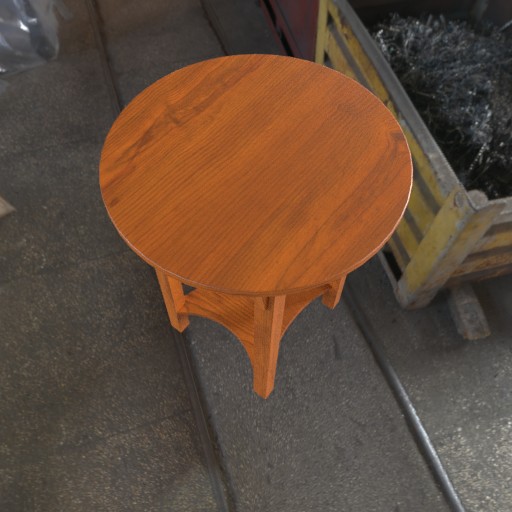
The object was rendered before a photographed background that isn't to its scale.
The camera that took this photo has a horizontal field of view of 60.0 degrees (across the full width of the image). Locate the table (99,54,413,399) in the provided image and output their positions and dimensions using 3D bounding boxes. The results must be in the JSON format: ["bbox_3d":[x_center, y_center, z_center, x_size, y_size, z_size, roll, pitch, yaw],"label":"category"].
[{"bbox_3d":[0.000,0.000,0.918,0.457,0.610,0.457,0,60,0],"label":"table"}]
